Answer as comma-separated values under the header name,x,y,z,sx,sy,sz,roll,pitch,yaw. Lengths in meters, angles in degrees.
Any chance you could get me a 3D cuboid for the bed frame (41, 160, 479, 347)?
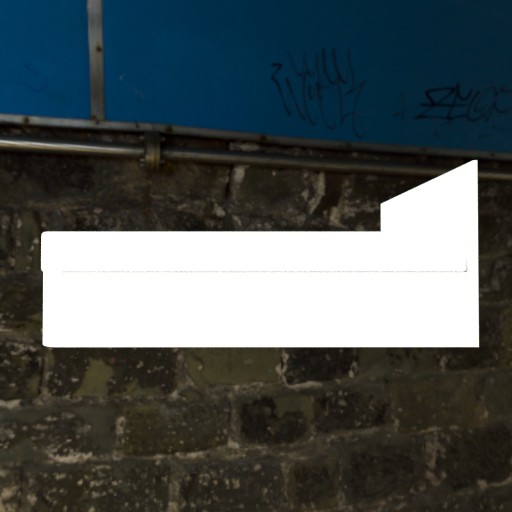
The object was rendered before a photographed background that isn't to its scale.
name,x,y,z,sx,sy,sz,roll,pitch,yaw
bed frame,0.000,0.000,2.597,1.900,0.800,1.400,0,-1,0
